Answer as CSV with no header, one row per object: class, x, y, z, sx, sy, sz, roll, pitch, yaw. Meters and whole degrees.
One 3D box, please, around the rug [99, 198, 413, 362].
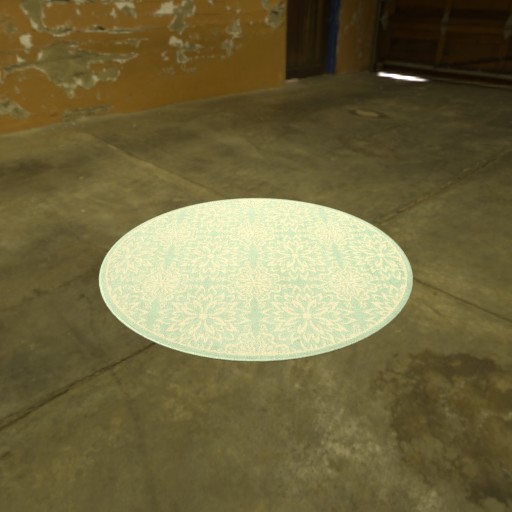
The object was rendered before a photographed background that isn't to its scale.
rug,0.000,0.000,2.351,1.593,0.012,1.593,0,30,0
